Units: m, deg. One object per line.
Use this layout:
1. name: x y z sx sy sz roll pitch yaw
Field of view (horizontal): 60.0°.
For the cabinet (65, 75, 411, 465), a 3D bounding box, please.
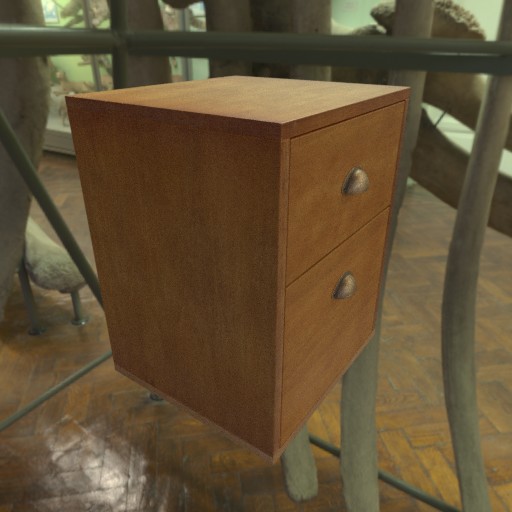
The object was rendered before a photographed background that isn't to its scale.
1. cabinet: 0.000 0.000 0.827 0.401 0.579 0.409 18 32 31
